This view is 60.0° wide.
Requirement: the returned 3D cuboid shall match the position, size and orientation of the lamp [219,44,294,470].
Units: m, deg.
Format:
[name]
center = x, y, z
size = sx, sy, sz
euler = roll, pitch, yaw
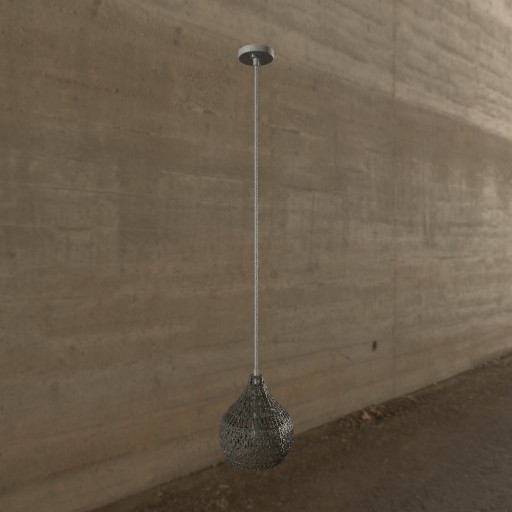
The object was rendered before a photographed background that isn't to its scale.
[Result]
[lamp]
center = 0.000, 0.000, 2.099
size = 0.355, 1.919, 0.355
euler = 0, 0, 16
